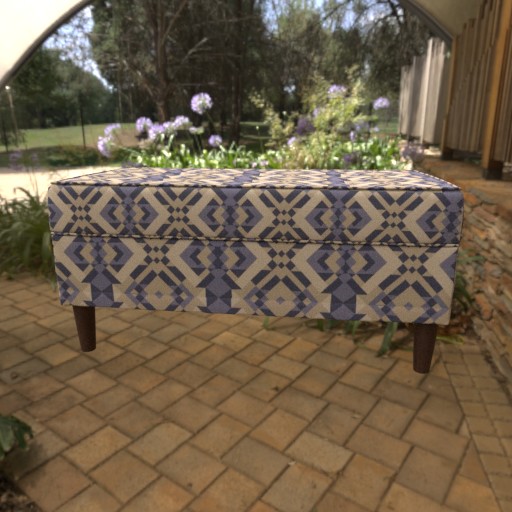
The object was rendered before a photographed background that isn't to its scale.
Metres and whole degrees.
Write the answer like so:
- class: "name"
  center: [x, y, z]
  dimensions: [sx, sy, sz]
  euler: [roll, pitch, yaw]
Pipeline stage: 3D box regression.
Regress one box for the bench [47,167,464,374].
- class: "bench"
  center: [0.000, 0.000, 1.321]
  dimensions: [1.016, 0.477, 0.492]
  euler: [2, 16, 7]
